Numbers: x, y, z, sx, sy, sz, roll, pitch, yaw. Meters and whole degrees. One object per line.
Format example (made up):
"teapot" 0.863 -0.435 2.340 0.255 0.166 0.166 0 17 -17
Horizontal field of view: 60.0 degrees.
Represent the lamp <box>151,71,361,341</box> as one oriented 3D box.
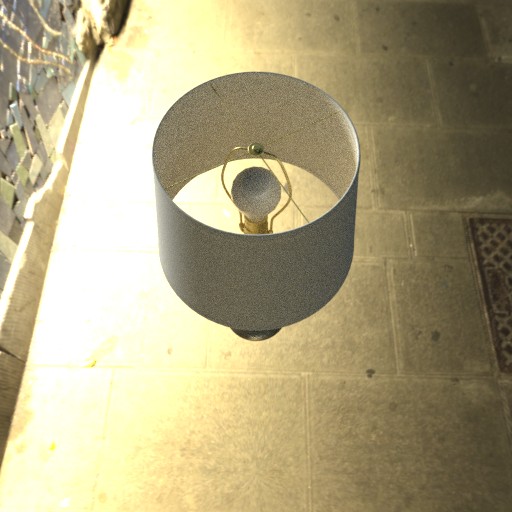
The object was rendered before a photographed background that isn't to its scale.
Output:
"lamp" 0.000 0.000 0.815 0.328 0.612 0.328 0 64 0
